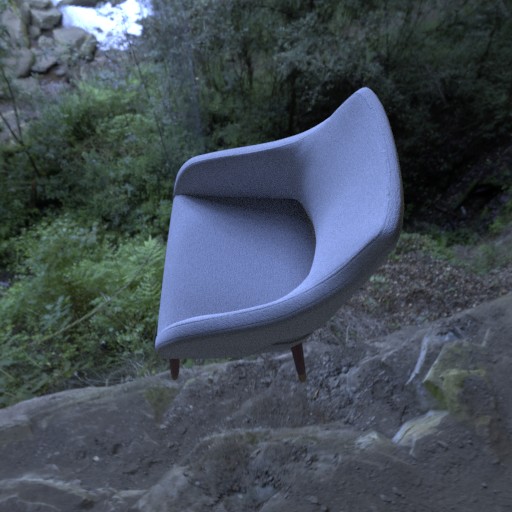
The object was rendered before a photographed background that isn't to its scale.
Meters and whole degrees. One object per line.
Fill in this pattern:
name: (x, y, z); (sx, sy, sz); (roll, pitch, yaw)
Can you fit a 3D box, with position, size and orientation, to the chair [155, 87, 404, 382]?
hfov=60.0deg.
chair: (0.000, 0.000, 1.310); (0.600, 0.889, 0.609); (0, 59, 0)
